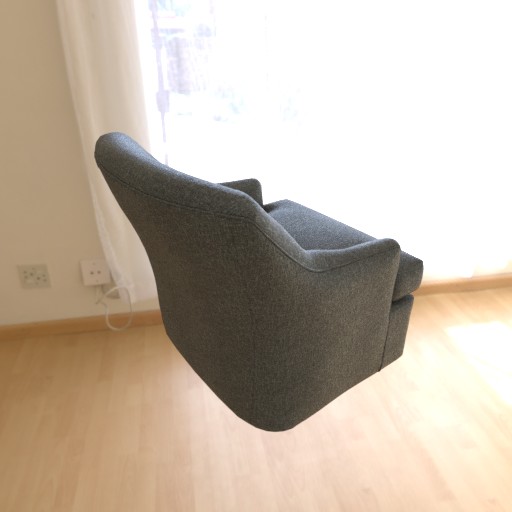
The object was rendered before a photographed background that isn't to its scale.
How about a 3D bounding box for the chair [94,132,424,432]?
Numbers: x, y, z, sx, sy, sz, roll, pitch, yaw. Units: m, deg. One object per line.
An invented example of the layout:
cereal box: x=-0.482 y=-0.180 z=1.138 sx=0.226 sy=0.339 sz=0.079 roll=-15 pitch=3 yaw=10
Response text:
chair: x=0.000 y=0.000 z=1.568 sx=0.923 sy=0.856 sz=0.864 roll=-18 pitch=33 yaw=-31
